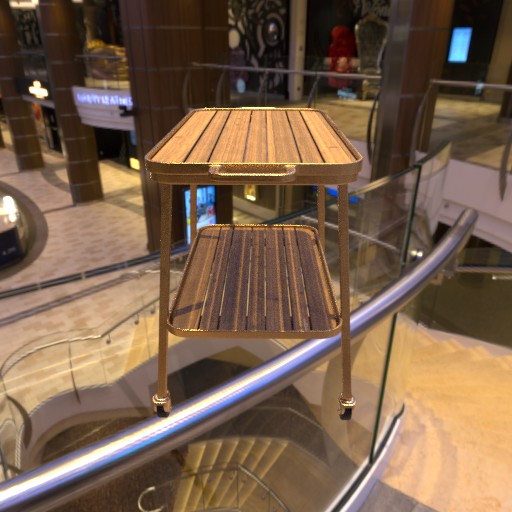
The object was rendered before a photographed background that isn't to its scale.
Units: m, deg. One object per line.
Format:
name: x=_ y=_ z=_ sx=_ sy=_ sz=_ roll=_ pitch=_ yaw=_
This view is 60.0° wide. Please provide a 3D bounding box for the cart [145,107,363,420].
cart: x=0.000 y=0.000 z=1.243 sx=0.524 sy=0.700 sz=0.806 roll=0 pitch=26 yaw=1
